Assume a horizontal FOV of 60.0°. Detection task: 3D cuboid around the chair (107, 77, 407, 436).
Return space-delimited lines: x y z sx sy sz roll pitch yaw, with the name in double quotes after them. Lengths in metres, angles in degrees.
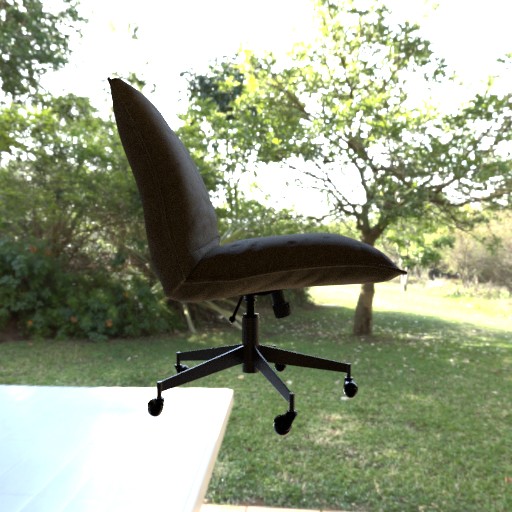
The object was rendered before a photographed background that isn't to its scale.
0.000 0.000 1.270 0.696 0.811 0.597 0 0 -1 "chair"
